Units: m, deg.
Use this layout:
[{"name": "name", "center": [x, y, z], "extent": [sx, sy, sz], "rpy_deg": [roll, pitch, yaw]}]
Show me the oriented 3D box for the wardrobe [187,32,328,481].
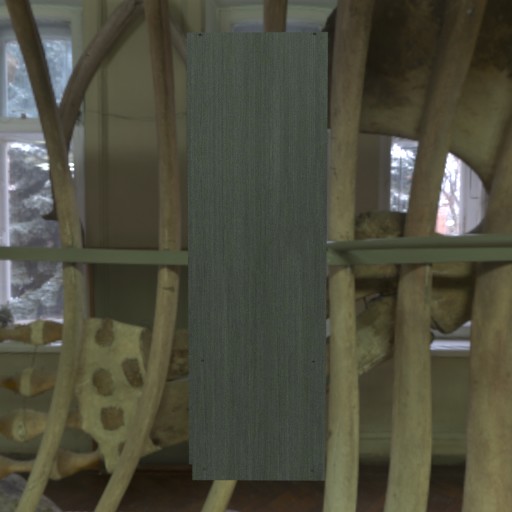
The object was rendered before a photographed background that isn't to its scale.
[{"name": "wardrobe", "center": [0.000, 0.000, 2.281], "extent": [0.577, 1.808, 0.991], "rpy_deg": [0, 2, 0]}]
